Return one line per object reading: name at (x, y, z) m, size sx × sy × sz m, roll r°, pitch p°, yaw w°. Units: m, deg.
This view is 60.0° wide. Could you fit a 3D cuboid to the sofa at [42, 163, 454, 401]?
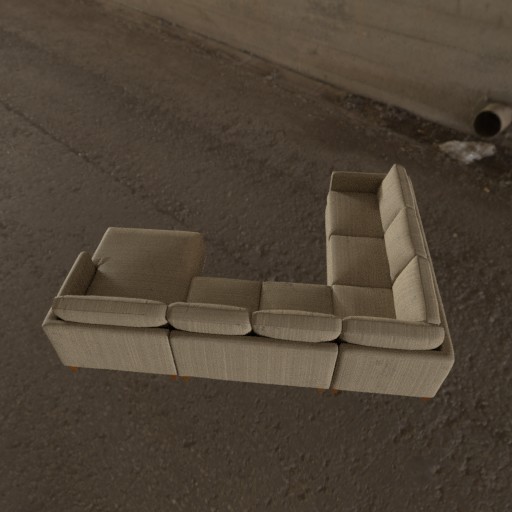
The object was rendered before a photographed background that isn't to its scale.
sofa at (0.000, 0.000, 4.694) m, size 3.460 × 0.961 × 2.594 m, roll 4°, pitch 45°, yaw 4°
